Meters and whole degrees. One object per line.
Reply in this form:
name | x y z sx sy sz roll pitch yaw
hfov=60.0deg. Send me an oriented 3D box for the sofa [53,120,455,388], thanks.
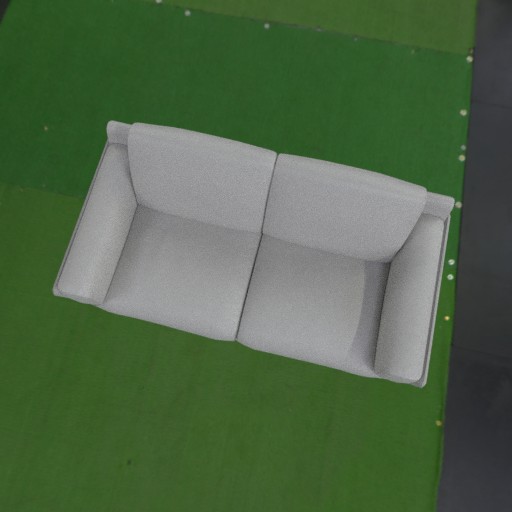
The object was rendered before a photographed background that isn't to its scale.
sofa | 0.000 0.000 2.630 2.101 0.930 1.049 14 76 3
